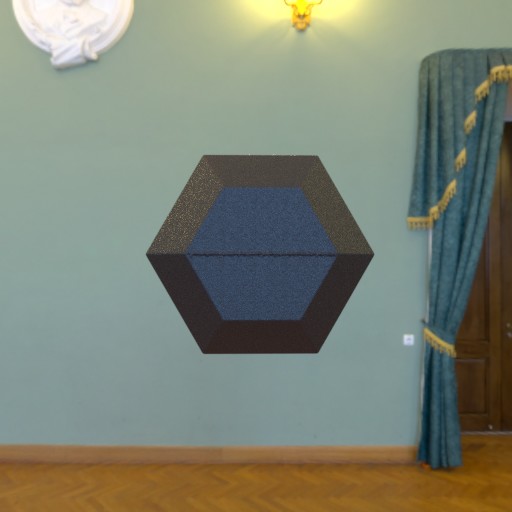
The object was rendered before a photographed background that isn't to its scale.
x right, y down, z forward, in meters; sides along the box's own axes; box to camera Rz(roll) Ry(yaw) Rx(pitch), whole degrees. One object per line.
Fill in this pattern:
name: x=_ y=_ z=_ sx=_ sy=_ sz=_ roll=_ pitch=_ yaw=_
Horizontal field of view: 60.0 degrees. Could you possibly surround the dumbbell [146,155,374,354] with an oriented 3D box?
dumbbell: x=0.000 y=0.000 z=0.425 sx=0.141 sy=0.123 sz=0.356 roll=0 pitch=0 yaw=-1
